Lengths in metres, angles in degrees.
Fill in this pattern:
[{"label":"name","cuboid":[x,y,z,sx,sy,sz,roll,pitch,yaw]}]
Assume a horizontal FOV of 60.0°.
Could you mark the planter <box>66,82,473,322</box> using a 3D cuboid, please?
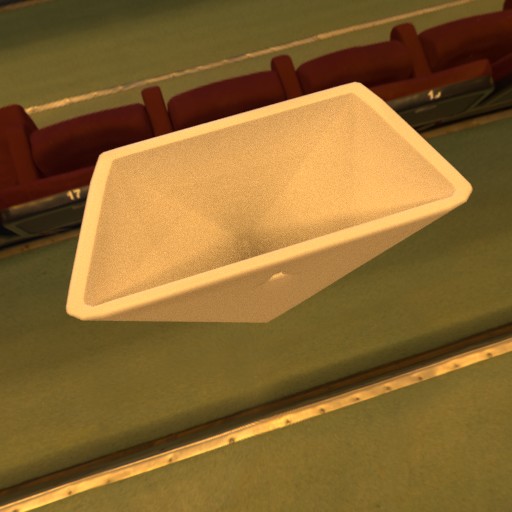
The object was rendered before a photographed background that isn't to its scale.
[{"label":"planter","cuboid":[0.000,0.000,0.256,0.150,0.197,0.060,-17,75,-5]}]
